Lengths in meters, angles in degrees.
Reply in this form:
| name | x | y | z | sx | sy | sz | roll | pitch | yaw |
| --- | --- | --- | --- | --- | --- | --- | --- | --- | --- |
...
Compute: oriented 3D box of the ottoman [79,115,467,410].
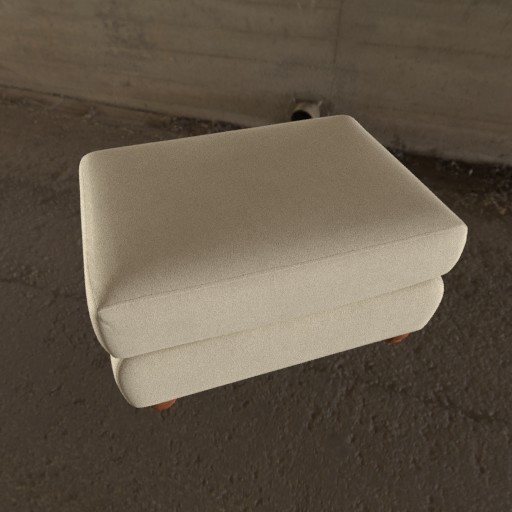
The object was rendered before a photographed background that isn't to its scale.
| name | x | y | z | sx | sy | sz | roll | pitch | yaw |
| --- | --- | --- | --- | --- | --- | --- | --- | --- | --- |
| ottoman | 0.000 | 0.000 | 1.135 | 0.773 | 0.499 | 0.569 | -12 | 44 | -13 |
